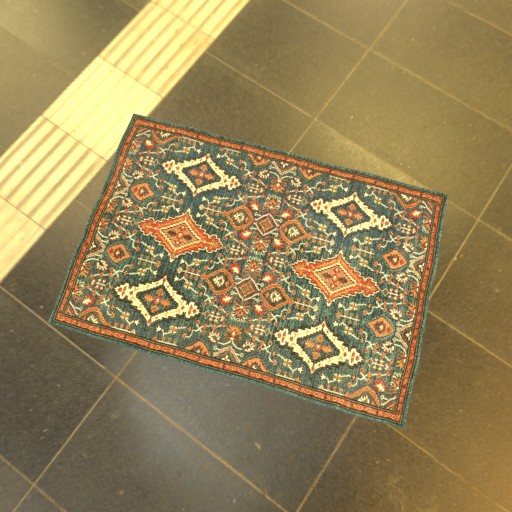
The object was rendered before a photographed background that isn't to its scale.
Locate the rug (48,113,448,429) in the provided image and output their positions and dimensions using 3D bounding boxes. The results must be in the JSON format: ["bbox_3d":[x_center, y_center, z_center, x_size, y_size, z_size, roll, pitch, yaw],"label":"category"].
[{"bbox_3d":[0.000,0.000,2.991,2.373,0.009,1.622,15,75,4],"label":"rug"}]
